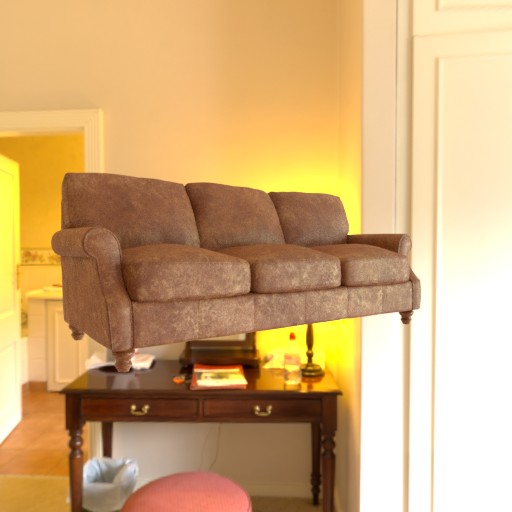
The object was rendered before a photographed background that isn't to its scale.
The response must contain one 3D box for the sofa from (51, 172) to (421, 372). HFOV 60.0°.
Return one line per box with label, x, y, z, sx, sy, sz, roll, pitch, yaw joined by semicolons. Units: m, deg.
sofa;0.000;0.000;2.864;2.351;0.977;0.973;-1;2;-35
